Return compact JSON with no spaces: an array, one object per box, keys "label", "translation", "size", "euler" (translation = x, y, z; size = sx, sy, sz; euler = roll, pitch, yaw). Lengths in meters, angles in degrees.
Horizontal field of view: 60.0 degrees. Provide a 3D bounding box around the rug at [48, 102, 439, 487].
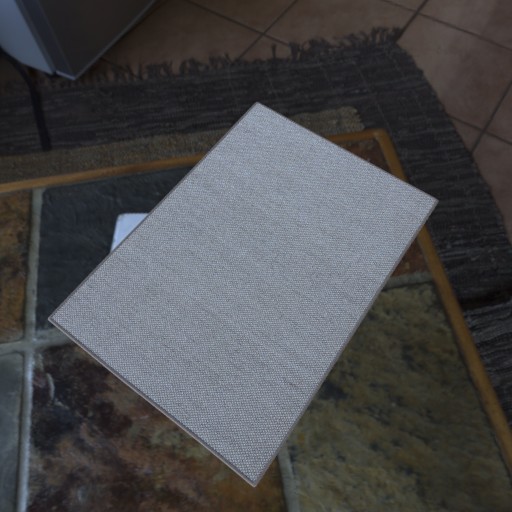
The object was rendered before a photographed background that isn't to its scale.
[{"label":"rug","translation":[0.000,0.000,2.791],"size":[1.517,0.013,2.115],"euler":[33,69,15]}]
